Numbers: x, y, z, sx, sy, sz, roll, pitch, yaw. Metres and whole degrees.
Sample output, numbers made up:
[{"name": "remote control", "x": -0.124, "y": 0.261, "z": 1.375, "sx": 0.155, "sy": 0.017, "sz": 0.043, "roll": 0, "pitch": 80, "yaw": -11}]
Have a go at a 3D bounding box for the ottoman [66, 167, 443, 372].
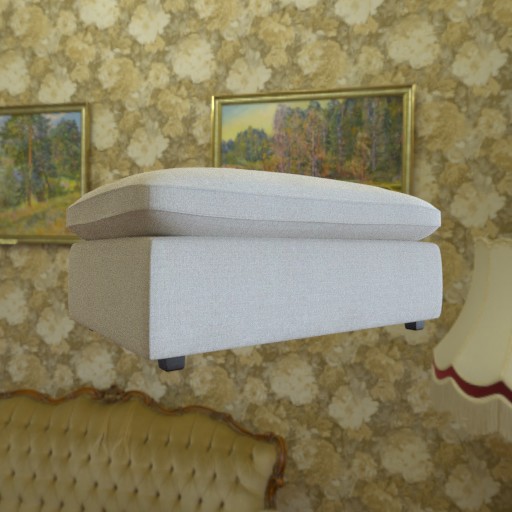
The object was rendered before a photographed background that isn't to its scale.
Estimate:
[{"name": "ottoman", "x": 0.000, "y": 0.000, "z": 1.357, "sx": 0.984, "sy": 0.453, "sz": 0.686, "roll": 0, "pitch": 1, "yaw": -35}]
